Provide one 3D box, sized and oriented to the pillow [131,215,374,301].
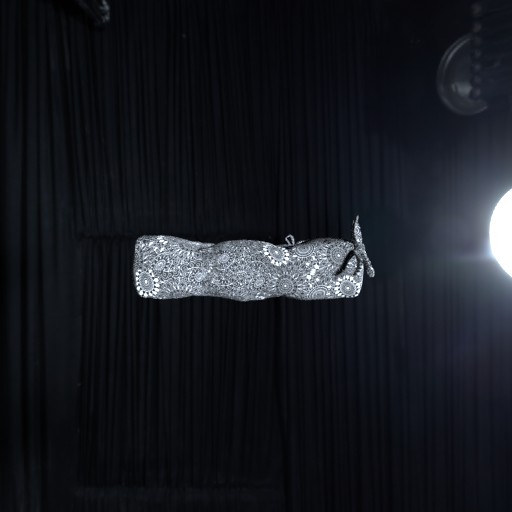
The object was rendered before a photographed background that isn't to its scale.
[{"bbox_3d":[0.000,0.000,1.379,0.511,0.174,1.194,0,1,-2],"label":"pillow"}]
